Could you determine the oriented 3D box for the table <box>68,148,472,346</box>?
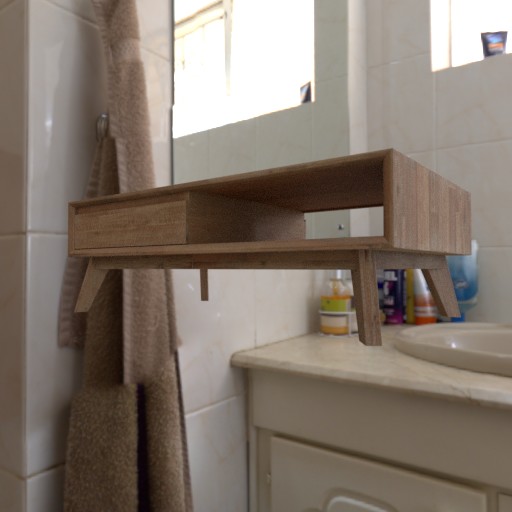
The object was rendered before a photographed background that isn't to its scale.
[{"bbox_3d":[0.000,0.000,2.022,1.619,0.531,0.918,-1,-2,38],"label":"table"}]
